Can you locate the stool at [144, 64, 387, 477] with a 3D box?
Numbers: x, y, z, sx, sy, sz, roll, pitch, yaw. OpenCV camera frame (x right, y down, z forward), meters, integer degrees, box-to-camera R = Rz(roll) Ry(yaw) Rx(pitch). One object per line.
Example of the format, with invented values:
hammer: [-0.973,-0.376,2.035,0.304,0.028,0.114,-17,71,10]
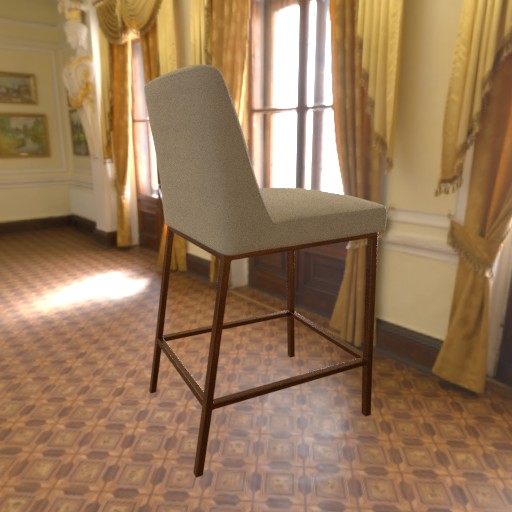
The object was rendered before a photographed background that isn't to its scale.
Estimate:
stool: [0.000,0.000,1.309,0.576,0.973,0.507,-7,16,-27]
